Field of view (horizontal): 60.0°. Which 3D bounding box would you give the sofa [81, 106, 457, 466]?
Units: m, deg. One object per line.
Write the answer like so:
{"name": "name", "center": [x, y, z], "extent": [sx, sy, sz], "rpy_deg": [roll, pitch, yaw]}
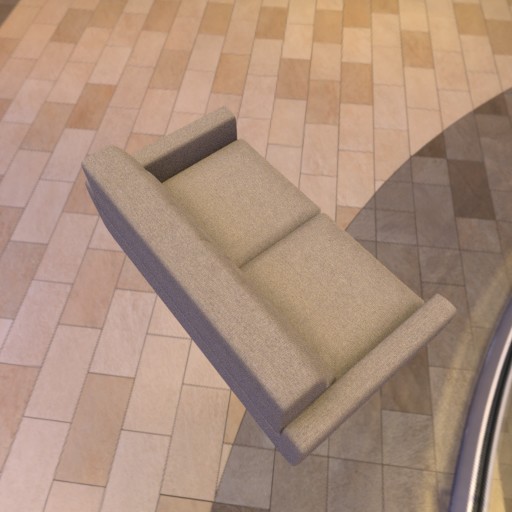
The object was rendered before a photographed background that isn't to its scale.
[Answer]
{"name": "sofa", "center": [0.000, 0.000, 2.154], "extent": [0.909, 0.841, 1.631], "rpy_deg": [-35, 65, -19]}
